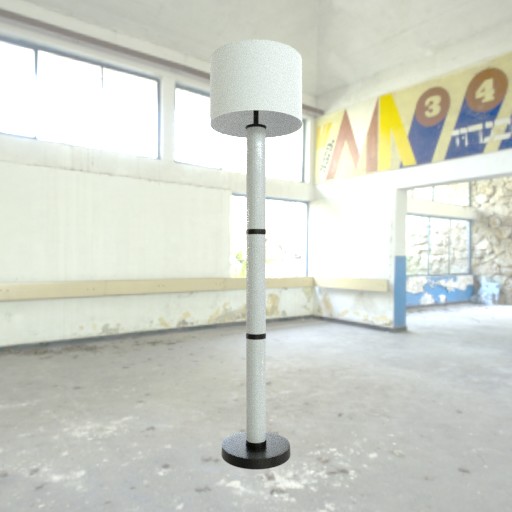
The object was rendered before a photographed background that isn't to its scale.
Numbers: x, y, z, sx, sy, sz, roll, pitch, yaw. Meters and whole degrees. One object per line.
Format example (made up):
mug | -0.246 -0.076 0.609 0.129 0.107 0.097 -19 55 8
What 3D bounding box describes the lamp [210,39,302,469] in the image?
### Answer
lamp | 0.000 0.000 1.806 0.377 1.599 0.377 0 -1 -36
